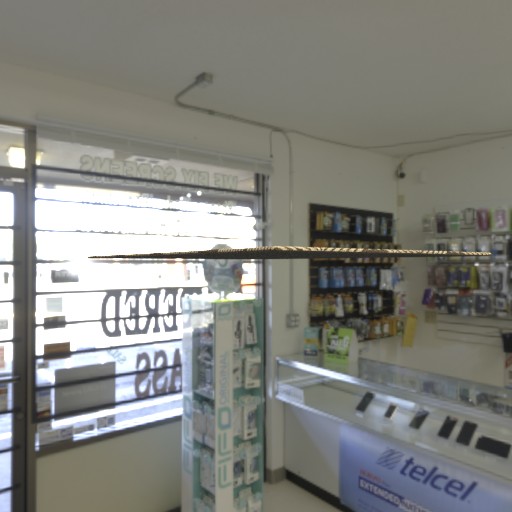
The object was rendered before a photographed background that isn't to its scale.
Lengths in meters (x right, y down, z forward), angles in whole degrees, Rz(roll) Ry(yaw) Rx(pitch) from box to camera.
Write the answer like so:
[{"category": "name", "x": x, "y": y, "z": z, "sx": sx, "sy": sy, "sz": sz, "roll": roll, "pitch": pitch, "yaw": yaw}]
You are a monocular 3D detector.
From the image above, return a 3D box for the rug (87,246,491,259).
[{"category": "rug", "x": 0.000, "y": 0.000, "z": 2.310, "sx": 1.210, "sy": 0.016, "sz": 1.833, "roll": 1, "pitch": -1, "yaw": -36}]
